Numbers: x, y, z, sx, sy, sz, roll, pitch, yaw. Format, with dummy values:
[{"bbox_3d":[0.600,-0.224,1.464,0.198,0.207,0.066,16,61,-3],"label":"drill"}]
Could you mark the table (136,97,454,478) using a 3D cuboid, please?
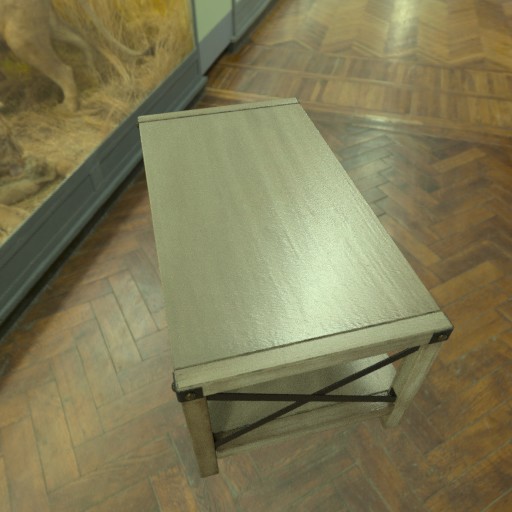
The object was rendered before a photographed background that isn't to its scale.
[{"bbox_3d":[0.000,0.000,1.318,0.559,0.456,1.016,-10,47,-10],"label":"table"}]
